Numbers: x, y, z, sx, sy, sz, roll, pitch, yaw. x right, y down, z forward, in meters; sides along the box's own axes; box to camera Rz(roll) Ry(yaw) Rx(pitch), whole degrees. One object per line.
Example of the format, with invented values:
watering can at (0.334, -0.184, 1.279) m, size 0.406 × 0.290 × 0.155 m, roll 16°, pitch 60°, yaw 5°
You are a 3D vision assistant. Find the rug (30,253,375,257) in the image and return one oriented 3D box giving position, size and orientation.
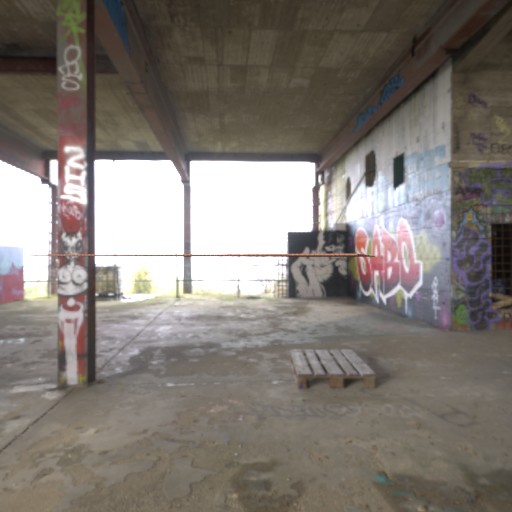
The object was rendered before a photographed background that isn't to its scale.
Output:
rug at (0.000, 0.000, 3.051) m, size 1.523 × 0.008 × 2.438 m, roll 0°, pitch 0°, yaw 17°
